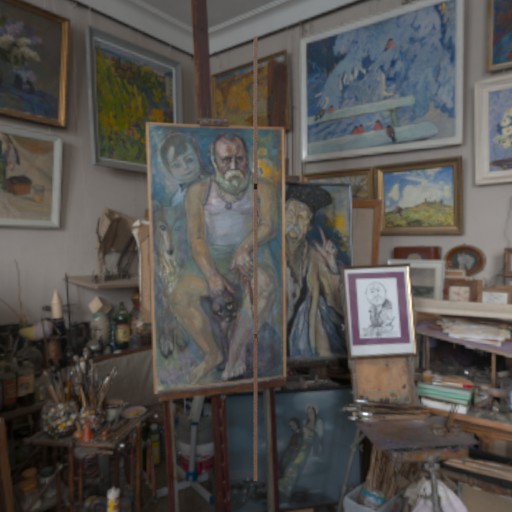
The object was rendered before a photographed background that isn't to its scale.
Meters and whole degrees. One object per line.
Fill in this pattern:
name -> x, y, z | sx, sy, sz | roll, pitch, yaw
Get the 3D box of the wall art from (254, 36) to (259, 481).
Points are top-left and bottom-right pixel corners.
wall art -> 0.000, 0.000, 2.292 | 0.019, 1.532, 1.533 | 0, 1, 0
